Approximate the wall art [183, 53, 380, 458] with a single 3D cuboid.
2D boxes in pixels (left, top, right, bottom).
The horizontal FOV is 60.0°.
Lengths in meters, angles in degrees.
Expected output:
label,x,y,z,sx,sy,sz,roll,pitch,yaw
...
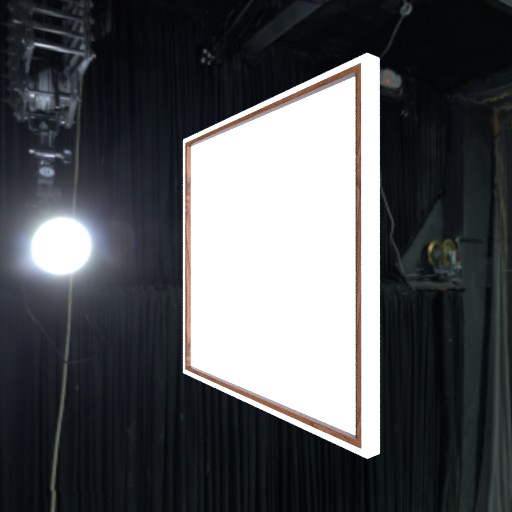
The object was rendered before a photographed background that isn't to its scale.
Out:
label,x,y,z,sx,sy,sz,roll,pitch,yaw
wall art,0.000,0.000,1.523,0.049,1.009,1.009,0,0,-36
